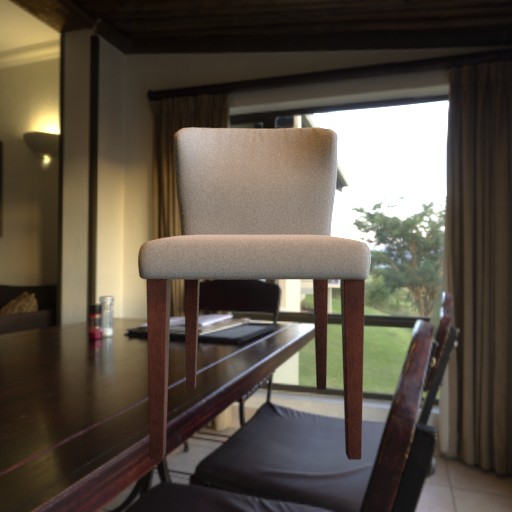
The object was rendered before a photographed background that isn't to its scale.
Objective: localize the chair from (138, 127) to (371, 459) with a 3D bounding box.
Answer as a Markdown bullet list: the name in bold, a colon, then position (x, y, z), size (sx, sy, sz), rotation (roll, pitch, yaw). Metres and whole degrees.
- **chair**: position (0.000, 0.000, 1.181), size (0.491, 0.839, 0.592), rotation (0, -1, 0)
